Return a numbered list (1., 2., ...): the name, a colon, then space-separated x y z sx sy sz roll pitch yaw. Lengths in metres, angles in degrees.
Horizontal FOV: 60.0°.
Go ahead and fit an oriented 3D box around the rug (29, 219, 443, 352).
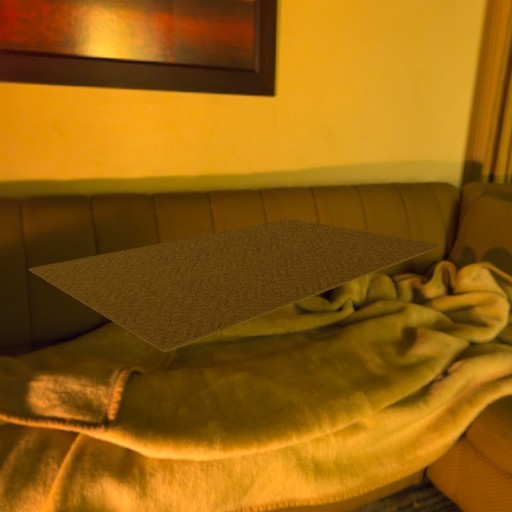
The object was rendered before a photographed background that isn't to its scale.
1. rug: 0.000 0.000 3.018 2.438 0.008 1.523 -14 21 -42
